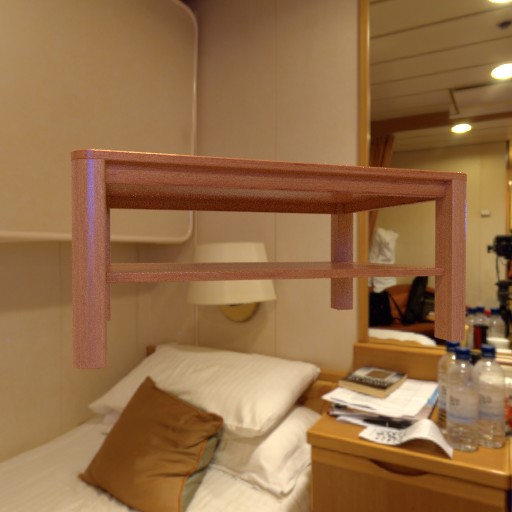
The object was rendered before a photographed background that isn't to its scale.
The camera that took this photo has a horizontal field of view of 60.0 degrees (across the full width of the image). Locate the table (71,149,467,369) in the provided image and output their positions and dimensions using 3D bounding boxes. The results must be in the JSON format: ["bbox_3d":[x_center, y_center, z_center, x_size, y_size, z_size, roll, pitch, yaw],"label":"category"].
[{"bbox_3d":[0.000,0.000,1.363,0.997,0.445,0.696,0,1,-17],"label":"table"}]
